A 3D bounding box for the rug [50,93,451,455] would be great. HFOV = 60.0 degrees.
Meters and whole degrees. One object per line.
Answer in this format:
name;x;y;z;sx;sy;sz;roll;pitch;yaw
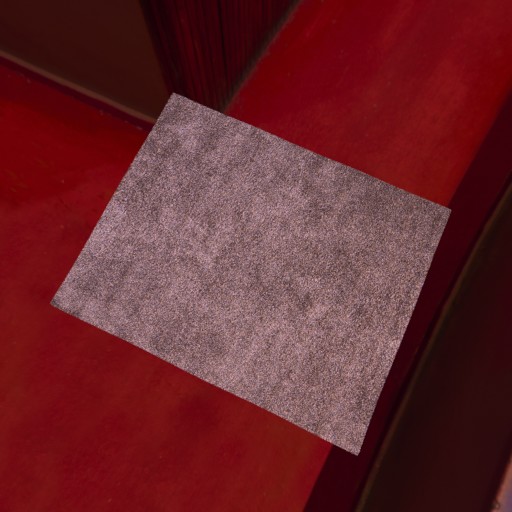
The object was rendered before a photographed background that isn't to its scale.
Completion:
rug;0.000;0.000;4.127;3.000;0.025;2.401;24;77;6
